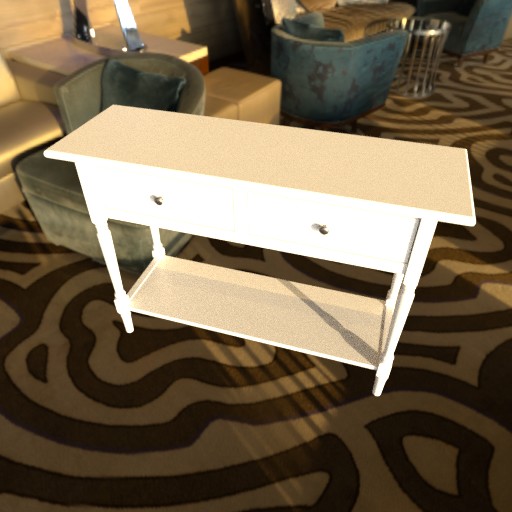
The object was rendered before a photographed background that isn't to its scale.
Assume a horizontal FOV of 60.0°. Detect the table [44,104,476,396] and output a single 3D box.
[{"bbox_3d":[0.000,0.000,1.563,1.191,0.814,0.386,11,41,13],"label":"table"}]
